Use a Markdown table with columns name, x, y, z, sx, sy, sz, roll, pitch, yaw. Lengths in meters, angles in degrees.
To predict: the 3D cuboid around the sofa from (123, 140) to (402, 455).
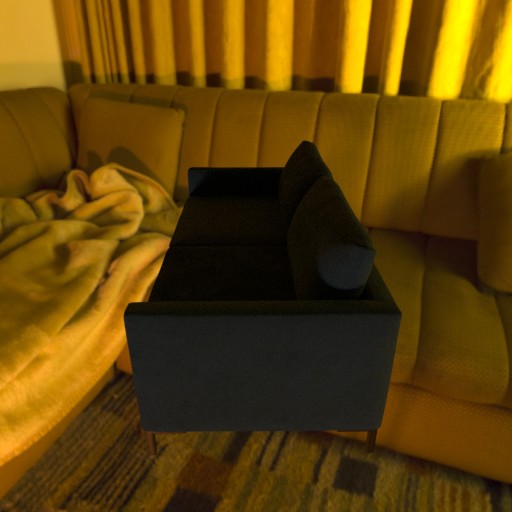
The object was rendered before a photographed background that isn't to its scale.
| name | x | y | z | sx | sy | sz | roll | pitch | yaw |
| --- | --- | --- | --- | --- | --- | --- | --- | --- | --- |
| sofa | 0.000 | 0.000 | 2.157 | 0.875 | 0.817 | 1.676 | 0 | 27 | -1 |
